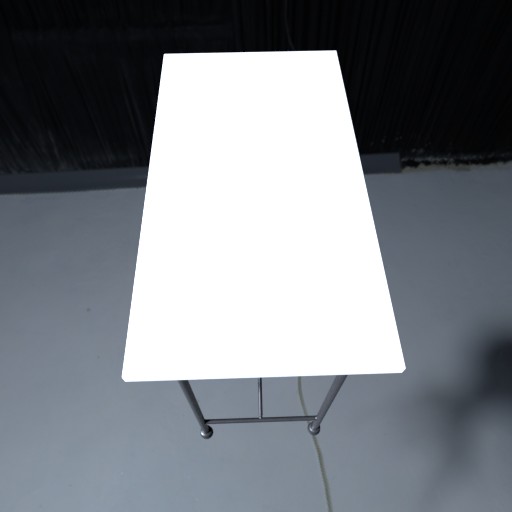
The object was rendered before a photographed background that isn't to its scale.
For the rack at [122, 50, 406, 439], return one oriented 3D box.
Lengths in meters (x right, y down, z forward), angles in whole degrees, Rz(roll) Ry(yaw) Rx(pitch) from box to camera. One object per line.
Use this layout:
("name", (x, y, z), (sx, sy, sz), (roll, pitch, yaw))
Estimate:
("rack", (0.000, 0.000, 1.635), (0.613, 0.880, 1.159), (-2, 58, -1))
